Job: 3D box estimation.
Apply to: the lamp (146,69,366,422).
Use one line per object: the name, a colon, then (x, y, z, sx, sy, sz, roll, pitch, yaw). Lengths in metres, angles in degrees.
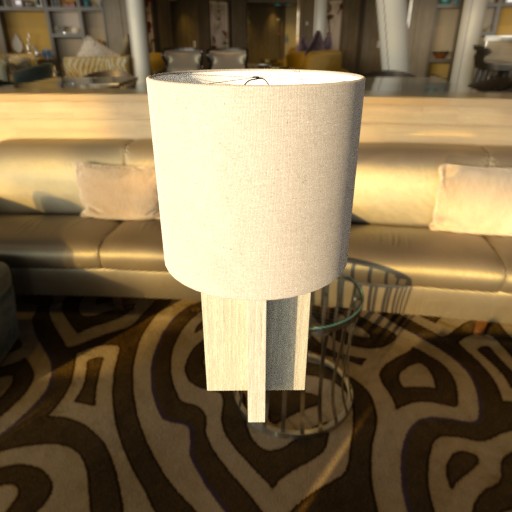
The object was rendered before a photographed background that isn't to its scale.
lamp: (0.000, 0.000, 0.566, 0.229, 0.428, 0.229, 0, 26, -1)
